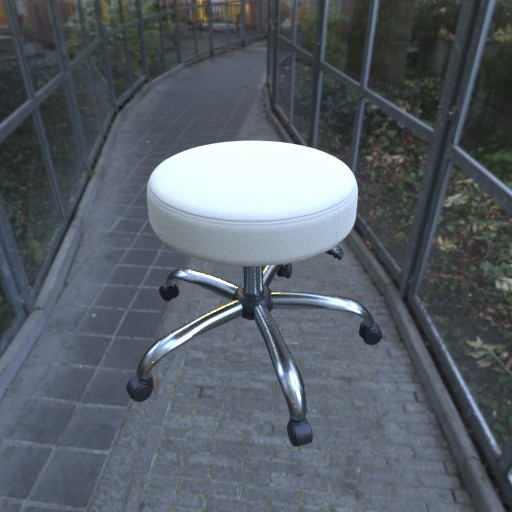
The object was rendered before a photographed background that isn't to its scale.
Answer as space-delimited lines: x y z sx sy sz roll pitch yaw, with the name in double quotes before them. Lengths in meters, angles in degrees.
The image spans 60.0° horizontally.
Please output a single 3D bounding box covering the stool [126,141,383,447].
"stool" 0.000 0.000 1.042 0.634 0.482 0.614 10 33 16
